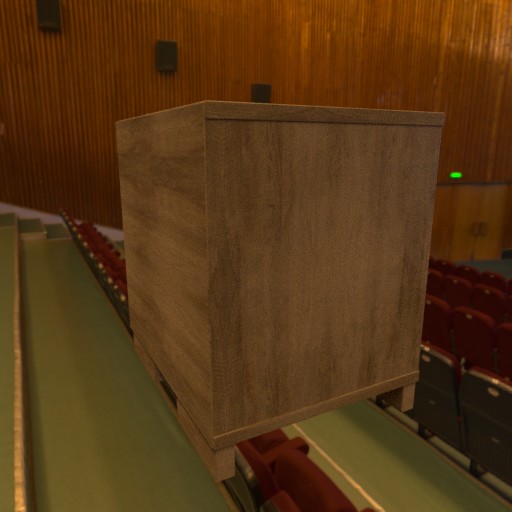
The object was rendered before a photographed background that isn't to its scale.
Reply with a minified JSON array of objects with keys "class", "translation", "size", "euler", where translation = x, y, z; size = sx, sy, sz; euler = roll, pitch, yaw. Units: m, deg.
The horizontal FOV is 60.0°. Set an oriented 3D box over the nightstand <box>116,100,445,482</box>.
[{"class":"nightstand","translation":[0.000,0.000,0.751],"size":[0.347,0.448,0.427],"euler":[-7,16,-27]}]
